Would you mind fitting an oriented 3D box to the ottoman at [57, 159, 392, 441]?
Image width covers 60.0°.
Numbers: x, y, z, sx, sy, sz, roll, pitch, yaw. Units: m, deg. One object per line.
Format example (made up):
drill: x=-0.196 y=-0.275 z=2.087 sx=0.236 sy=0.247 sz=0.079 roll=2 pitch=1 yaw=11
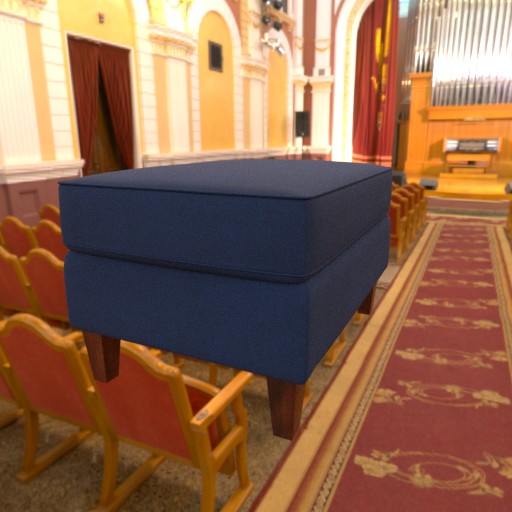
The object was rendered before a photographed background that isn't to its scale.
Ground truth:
ottoman: x=0.000 y=0.000 z=1.417 sx=0.686 sy=0.584 sz=0.965 roll=7 pitch=17 yaw=25
